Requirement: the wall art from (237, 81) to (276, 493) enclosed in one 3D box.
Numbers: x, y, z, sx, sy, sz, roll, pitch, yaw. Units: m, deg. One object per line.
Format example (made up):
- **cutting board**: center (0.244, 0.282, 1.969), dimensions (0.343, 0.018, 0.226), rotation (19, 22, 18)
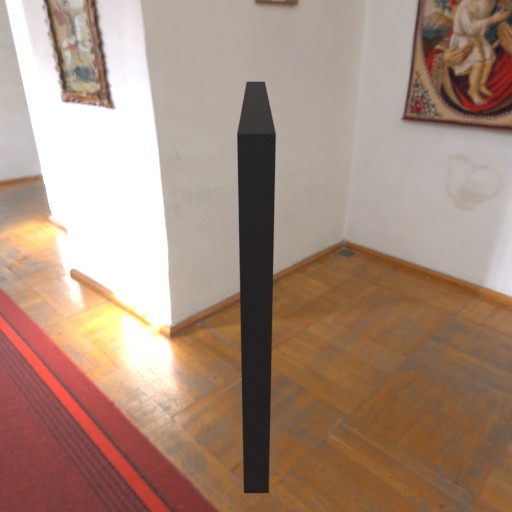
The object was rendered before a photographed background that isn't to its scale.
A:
- **wall art**: center (0.000, 0.000, 0.746), dimensions (0.036, 0.503, 0.506), rotation (0, 27, 0)
